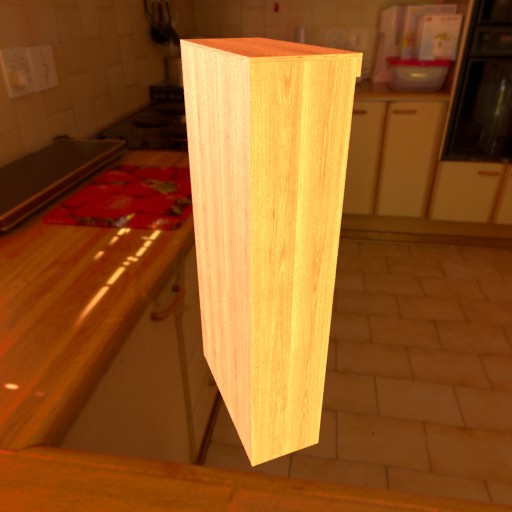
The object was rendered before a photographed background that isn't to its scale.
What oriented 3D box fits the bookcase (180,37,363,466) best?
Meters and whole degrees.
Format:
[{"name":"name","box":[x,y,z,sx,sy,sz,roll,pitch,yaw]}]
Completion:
[{"name":"bookcase","box":[0.000,0.000,2.345,0.420,2.020,0.950,-11,31,-19]}]
